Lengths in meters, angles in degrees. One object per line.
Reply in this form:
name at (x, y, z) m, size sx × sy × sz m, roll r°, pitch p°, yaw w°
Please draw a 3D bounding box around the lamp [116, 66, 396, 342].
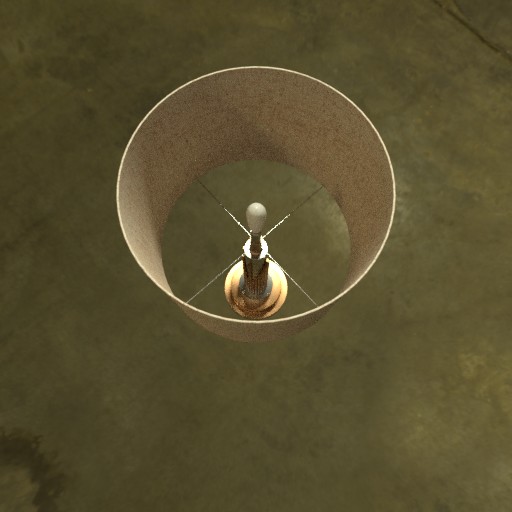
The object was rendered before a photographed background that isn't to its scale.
lamp at (0.000, 0.000, 0.804) m, size 0.321 × 0.610 × 0.321 m, roll 4°, pitch 74°, yaw 1°
